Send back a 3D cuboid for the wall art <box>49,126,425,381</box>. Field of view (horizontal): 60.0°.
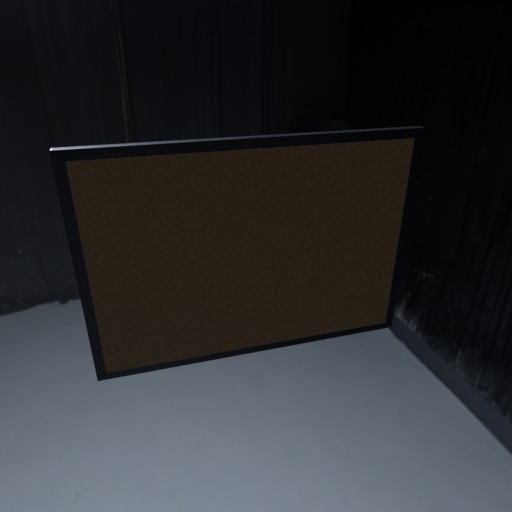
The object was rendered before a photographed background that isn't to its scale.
[{"bbox_3d":[0.000,0.000,0.578,0.440,0.306,0.013,-7,28,-14],"label":"wall art"}]
